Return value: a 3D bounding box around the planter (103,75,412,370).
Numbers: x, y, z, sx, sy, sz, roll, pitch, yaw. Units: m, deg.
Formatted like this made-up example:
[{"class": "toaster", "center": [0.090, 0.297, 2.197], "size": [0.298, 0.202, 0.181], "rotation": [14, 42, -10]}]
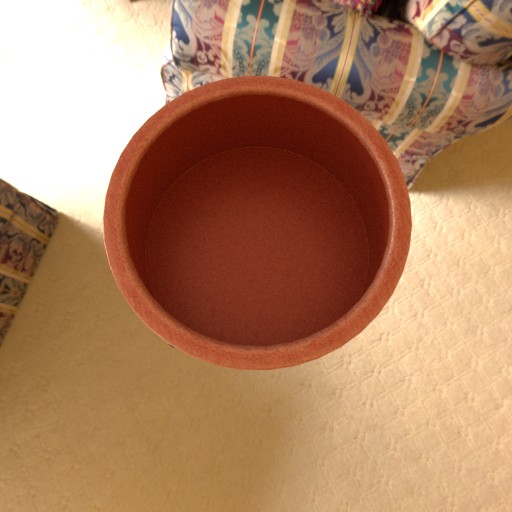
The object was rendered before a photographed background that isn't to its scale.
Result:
[{"class": "planter", "center": [0.000, 0.000, 0.713], "size": [0.345, 0.465, 0.354], "rotation": [-21, 77, -5]}]
